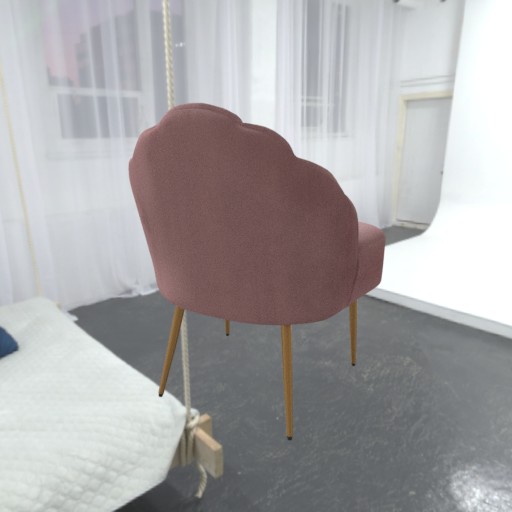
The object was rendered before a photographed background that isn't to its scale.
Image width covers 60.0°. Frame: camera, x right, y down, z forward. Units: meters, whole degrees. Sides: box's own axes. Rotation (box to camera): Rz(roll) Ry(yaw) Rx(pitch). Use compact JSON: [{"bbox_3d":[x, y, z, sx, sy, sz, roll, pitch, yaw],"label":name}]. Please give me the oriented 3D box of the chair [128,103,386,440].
[{"bbox_3d":[0.000,0.000,1.302,0.657,0.819,0.599,8,17,27],"label":"chair"}]
